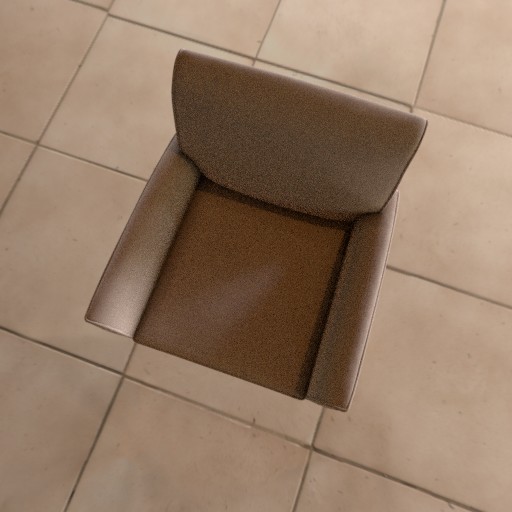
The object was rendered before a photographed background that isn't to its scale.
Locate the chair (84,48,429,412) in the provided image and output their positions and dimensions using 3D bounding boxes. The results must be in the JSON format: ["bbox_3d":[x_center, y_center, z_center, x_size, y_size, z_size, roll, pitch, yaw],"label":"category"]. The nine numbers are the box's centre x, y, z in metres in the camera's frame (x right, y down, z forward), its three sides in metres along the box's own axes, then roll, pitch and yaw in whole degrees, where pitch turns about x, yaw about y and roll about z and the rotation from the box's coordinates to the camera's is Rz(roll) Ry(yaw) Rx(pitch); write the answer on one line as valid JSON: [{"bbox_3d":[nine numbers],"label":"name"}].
[{"bbox_3d":[0.000,0.000,1.549,0.820,0.915,0.820,18,76,5],"label":"chair"}]
